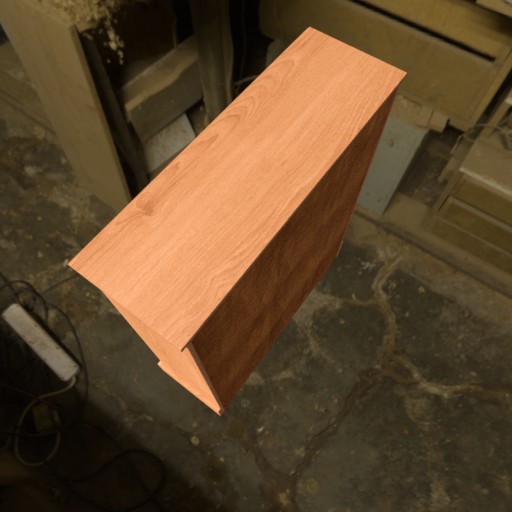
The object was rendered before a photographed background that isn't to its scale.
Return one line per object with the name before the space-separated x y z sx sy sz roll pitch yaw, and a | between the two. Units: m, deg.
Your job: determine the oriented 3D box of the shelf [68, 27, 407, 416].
shelf | 0.000 0.000 1.400 0.291 0.980 0.840 33 68 15
